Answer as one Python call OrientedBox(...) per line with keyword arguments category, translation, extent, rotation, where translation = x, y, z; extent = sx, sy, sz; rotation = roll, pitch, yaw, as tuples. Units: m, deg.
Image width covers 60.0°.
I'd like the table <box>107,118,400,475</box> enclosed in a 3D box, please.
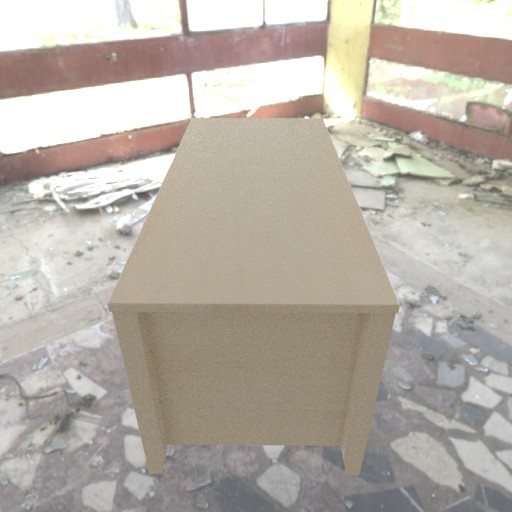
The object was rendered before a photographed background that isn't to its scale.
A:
OrientedBox(category="table", translation=(0.000, 0.000, 1.248), extent=(0.457, 0.483, 1.016), rotation=(0, 33, 0))
